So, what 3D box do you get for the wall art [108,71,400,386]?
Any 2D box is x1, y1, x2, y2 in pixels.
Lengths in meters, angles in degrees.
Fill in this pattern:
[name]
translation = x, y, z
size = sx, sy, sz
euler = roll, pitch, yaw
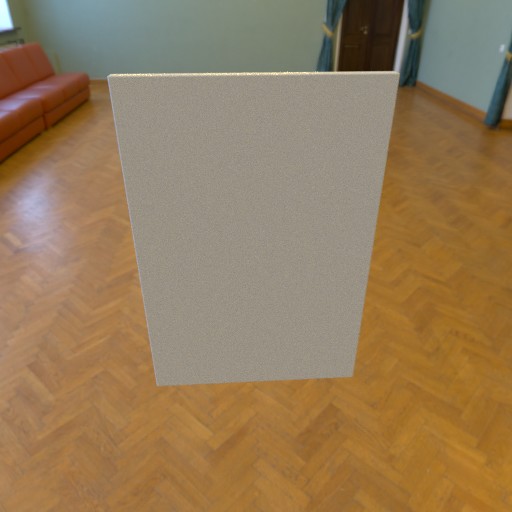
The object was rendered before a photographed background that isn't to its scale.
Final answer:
[wall art]
translation = 0.000, 0.000, 1.057
size = 0.556, 0.813, 0.026
euler = -2, 31, -3
